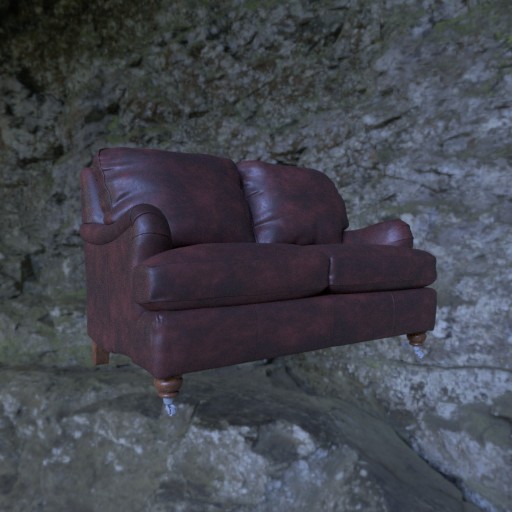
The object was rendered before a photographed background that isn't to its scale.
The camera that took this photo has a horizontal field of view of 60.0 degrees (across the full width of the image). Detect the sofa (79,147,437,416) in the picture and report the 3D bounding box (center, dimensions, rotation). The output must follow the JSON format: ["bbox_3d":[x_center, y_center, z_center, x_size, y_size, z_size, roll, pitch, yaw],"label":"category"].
[{"bbox_3d":[0.000,0.000,2.333,1.628,1.070,1.148,-1,1,-35],"label":"sofa"}]
